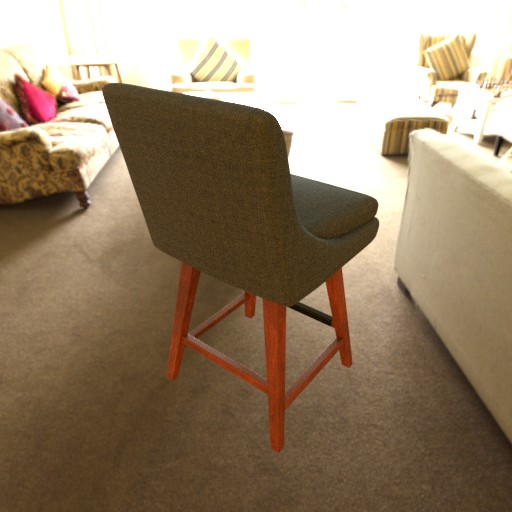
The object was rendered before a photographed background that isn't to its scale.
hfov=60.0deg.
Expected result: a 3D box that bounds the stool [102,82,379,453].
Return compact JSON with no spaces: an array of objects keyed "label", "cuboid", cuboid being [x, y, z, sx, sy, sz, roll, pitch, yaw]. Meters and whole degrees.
[{"label":"stool","cuboid":[0.000,0.000,1.175,0.467,0.895,0.524,22,37,32]}]
